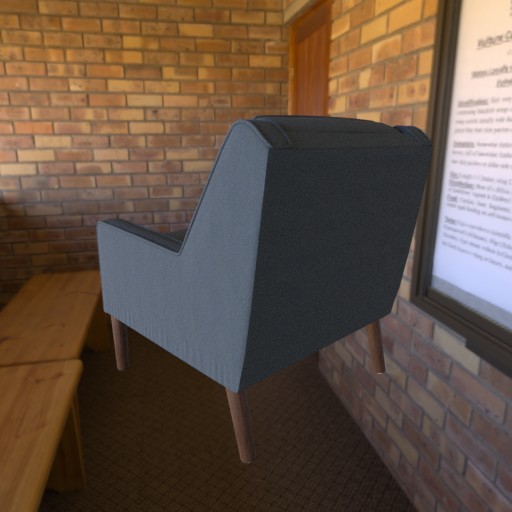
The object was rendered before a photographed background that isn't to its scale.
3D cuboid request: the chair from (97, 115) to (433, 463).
[{"bbox_3d":[0.000,0.000,1.322,0.663,0.780,0.733,-14,20,-42],"label":"chair"}]
